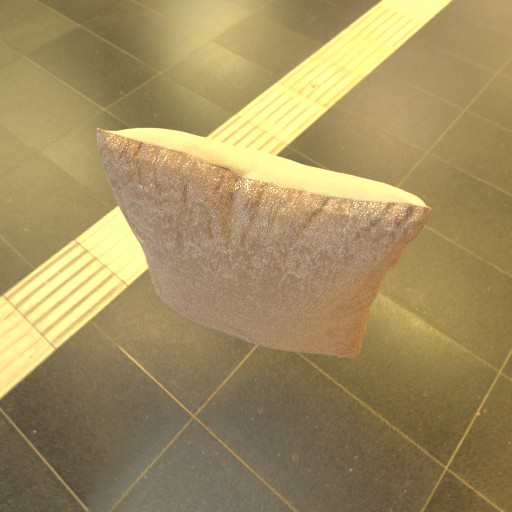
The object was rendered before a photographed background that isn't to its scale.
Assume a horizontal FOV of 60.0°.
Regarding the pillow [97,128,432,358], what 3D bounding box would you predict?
[{"bbox_3d":[0.000,0.000,0.742,0.450,0.448,0.245,18,59,11],"label":"pillow"}]
